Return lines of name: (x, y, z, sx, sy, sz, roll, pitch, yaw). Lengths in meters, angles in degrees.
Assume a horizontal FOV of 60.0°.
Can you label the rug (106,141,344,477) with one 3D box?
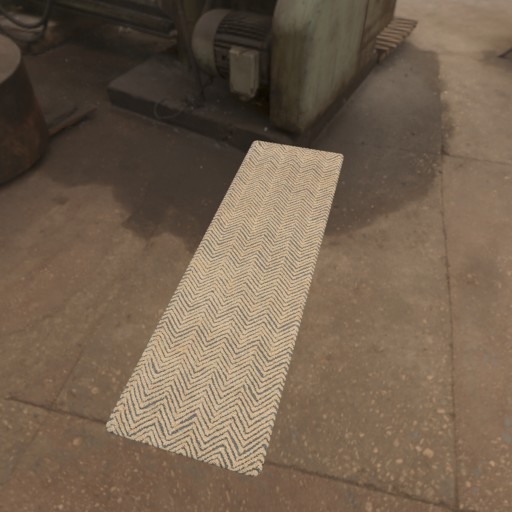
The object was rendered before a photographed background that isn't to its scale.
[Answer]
rug: (0.000, 0.000, 2.552, 0.686, 0.008, 2.286, 12, 48, 11)
